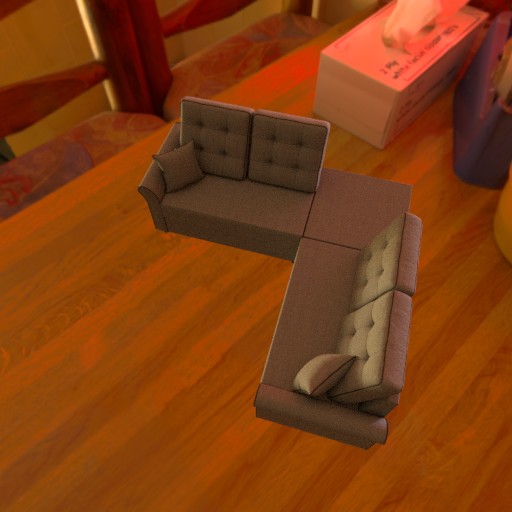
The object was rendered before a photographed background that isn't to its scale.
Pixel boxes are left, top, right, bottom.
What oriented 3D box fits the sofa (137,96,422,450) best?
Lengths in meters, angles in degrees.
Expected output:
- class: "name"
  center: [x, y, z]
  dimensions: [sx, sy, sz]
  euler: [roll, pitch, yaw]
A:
- class: "sofa"
  center: [0.000, 0.000, 3.190]
  dimensions: [2.068, 0.988, 2.070]
  euler: [14, 59, 9]
